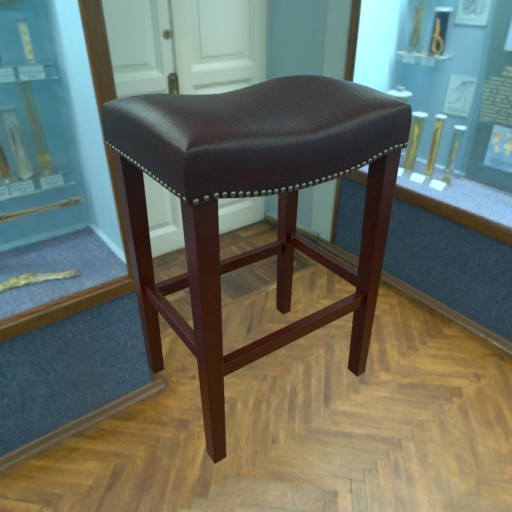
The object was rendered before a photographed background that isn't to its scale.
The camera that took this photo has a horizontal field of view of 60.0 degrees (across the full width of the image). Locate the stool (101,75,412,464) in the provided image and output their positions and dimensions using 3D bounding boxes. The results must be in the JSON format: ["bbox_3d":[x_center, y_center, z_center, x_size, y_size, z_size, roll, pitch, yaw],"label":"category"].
[{"bbox_3d":[0.000,0.000,1.038,0.504,0.742,0.372,-20,37,-29],"label":"stool"}]
